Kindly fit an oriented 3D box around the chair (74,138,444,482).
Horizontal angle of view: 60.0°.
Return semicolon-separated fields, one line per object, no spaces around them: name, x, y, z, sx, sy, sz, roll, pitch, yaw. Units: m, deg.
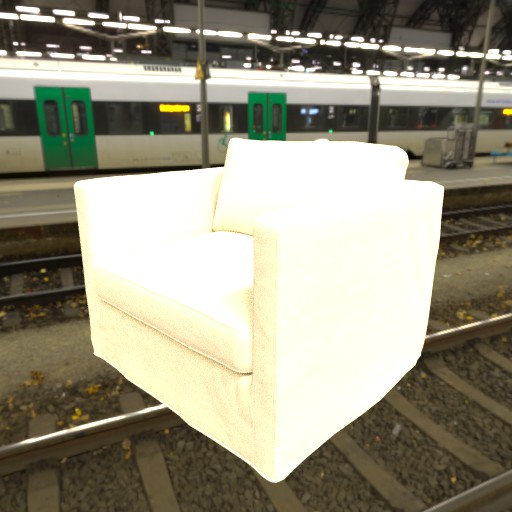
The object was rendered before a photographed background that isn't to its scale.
chair;0.000;0.000;1.705;1.057;0.851;0.947;16;23;42
